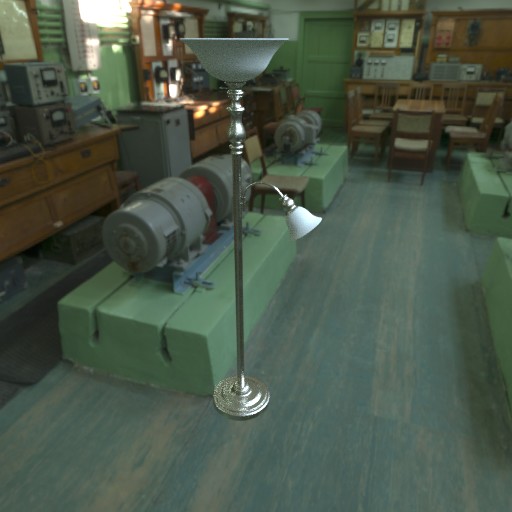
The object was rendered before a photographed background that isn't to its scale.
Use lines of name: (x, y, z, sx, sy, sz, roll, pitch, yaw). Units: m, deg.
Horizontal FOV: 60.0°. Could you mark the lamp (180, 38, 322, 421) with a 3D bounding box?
lamp: (0.000, 0.000, 2.028, 0.575, 1.785, 0.405, 8, 27, 16)
